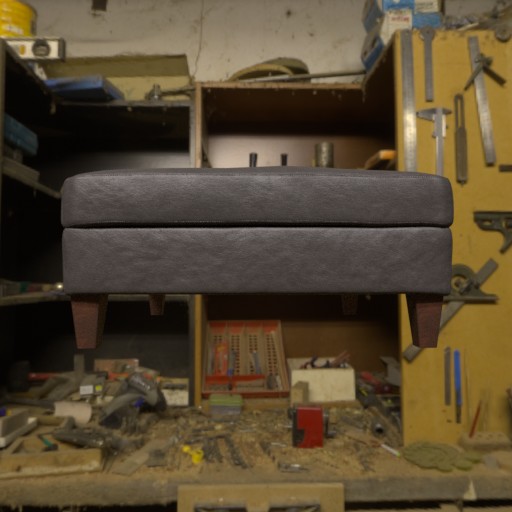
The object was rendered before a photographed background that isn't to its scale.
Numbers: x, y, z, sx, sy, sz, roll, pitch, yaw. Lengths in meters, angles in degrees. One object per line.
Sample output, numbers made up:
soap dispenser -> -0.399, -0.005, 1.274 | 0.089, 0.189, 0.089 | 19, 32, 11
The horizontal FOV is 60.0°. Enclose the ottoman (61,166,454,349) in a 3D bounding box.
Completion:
ottoman -> 0.000, 0.000, 1.314 | 0.844, 0.415, 0.836 | 0, -2, -1
